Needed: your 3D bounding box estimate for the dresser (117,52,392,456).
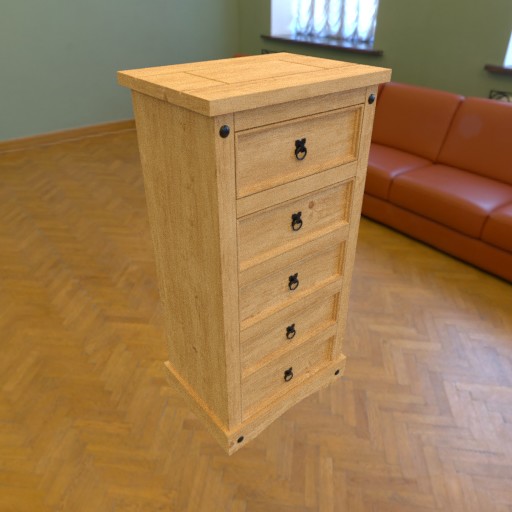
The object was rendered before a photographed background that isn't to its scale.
[{"bbox_3d":[0.000,0.000,1.332,0.531,1.041,0.390,-23,38,-32],"label":"dresser"}]
